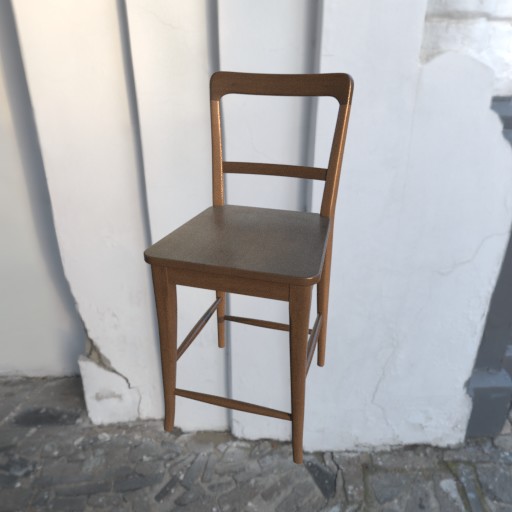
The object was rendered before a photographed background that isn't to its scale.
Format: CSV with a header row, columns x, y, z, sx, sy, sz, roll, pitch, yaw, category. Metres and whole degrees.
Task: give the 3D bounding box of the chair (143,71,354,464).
x,y,z,sx,sy,sz,roll,pitch,yaw,category
0.000,0.000,1.315,0.450,0.991,0.546,7,26,15,chair
